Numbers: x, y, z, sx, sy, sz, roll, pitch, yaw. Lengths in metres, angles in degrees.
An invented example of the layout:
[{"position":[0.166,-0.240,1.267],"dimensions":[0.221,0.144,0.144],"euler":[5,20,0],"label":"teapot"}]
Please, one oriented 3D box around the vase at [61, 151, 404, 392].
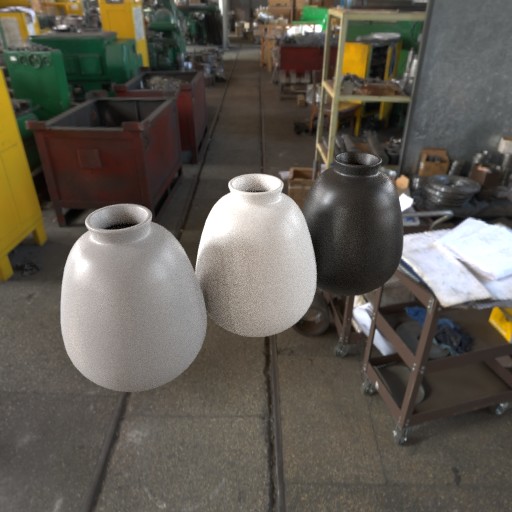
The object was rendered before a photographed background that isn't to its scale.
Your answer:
[{"position":[0.000,0.000,0.349],"dimensions":[0.297,0.122,0.097],"euler":[-19,36,-28],"label":"vase"}]
